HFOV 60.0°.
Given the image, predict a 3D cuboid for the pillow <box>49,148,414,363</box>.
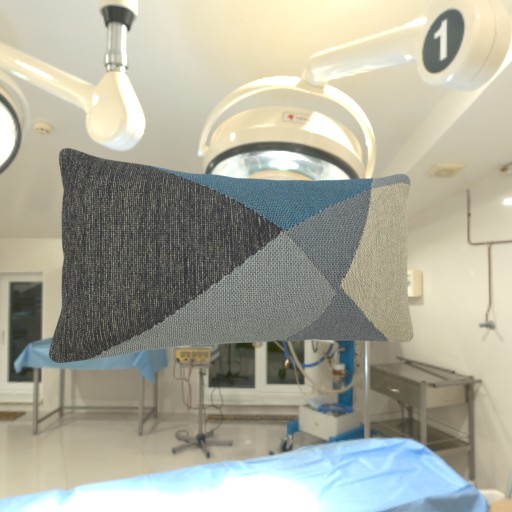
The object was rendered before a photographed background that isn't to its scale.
[{"bbox_3d":[0.000,0.000,0.715,0.604,0.307,0.148,1,-2,-19],"label":"pillow"}]
